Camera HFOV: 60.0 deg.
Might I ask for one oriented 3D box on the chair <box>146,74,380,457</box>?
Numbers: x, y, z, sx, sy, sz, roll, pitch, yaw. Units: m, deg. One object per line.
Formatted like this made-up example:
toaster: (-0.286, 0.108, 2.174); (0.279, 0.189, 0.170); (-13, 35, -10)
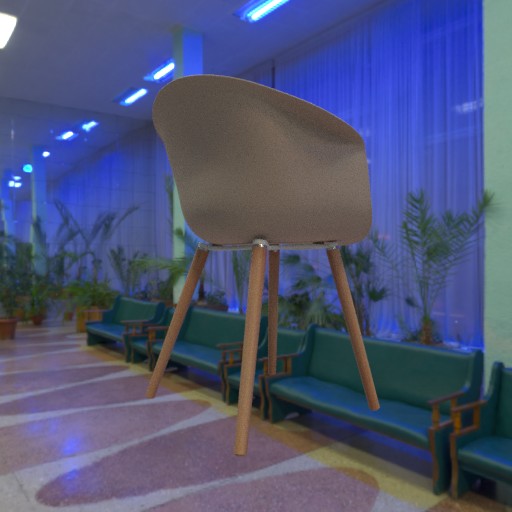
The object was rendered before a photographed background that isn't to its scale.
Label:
chair: (0.000, 0.000, 1.156); (0.504, 0.781, 0.593); (0, 0, -36)
